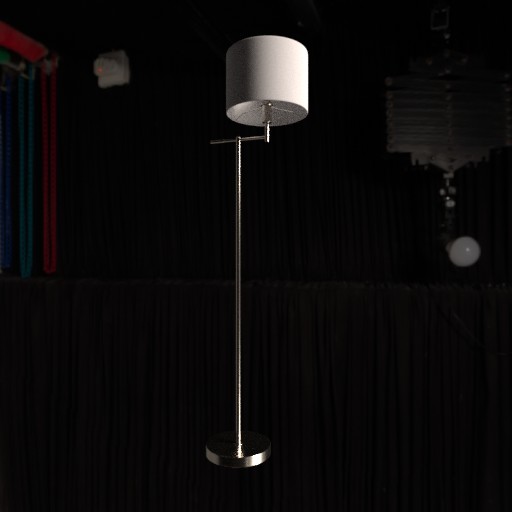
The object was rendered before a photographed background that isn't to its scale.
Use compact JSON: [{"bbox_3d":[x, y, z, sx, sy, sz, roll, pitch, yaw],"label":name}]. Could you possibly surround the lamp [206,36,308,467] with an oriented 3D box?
[{"bbox_3d":[0.000,0.000,1.782,0.416,1.600,0.324,0,0,18],"label":"lamp"}]
